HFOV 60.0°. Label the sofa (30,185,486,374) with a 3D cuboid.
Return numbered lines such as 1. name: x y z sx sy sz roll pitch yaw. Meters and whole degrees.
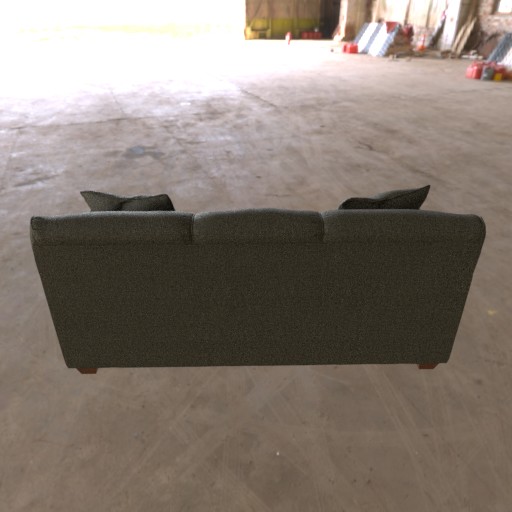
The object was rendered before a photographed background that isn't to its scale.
1. sofa: 0.000 0.000 2.539 2.024 0.958 0.997 -1 30 -1
